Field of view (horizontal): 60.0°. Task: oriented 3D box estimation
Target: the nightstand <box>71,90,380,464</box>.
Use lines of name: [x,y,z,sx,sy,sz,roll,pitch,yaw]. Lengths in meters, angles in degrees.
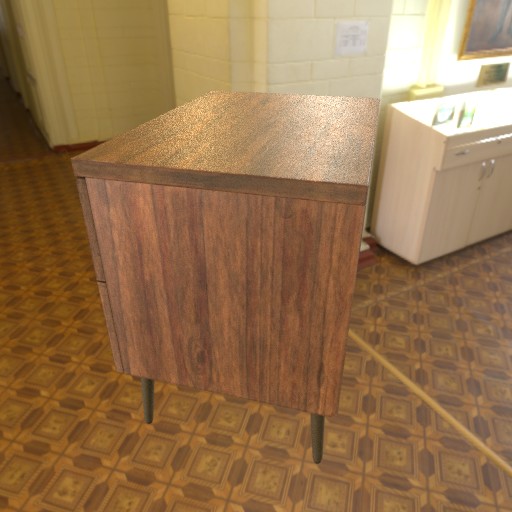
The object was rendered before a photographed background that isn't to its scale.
nightstand: [0.000,0.000,1.019,0.458,0.610,0.610,8,31,13]
